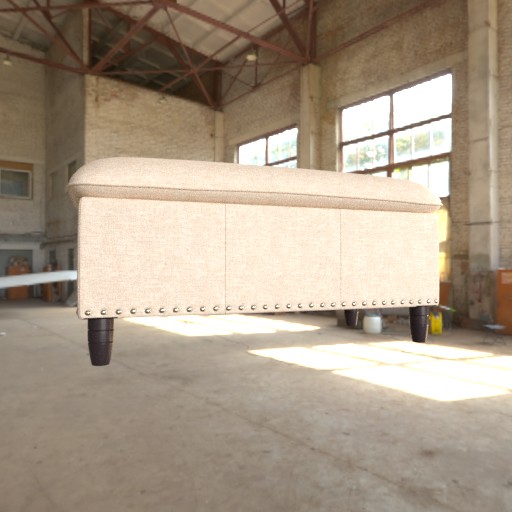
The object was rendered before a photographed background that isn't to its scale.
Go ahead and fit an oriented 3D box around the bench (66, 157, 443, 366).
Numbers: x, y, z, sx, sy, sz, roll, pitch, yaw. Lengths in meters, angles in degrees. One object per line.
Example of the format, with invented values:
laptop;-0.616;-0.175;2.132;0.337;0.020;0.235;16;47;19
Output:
bench;0.000;0.000;1.275;0.991;0.483;0.483;0;-1;-20
